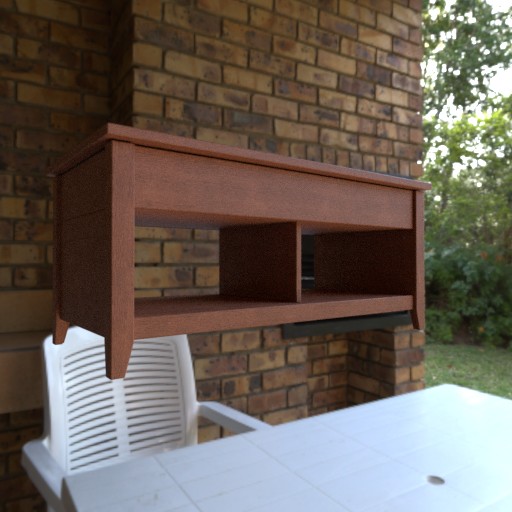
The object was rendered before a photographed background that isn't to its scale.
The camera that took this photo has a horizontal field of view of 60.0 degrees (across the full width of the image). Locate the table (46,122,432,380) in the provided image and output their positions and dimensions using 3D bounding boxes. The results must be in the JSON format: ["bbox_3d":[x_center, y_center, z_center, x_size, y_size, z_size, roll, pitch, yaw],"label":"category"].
[{"bbox_3d":[0.000,0.000,1.271,1.016,0.457,0.483,1,-1,-37],"label":"table"}]
